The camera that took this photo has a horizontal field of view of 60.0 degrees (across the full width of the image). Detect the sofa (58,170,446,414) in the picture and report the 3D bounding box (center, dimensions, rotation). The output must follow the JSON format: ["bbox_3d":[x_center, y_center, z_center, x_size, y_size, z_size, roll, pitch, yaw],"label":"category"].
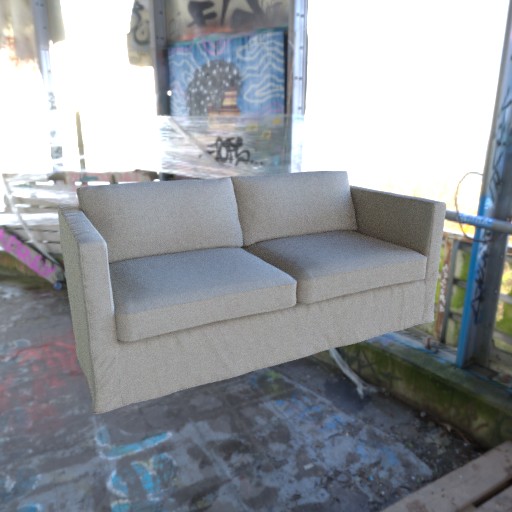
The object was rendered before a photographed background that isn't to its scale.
[{"bbox_3d":[0.000,0.000,2.482,1.959,0.835,0.962,-8,19,-26],"label":"sofa"}]
